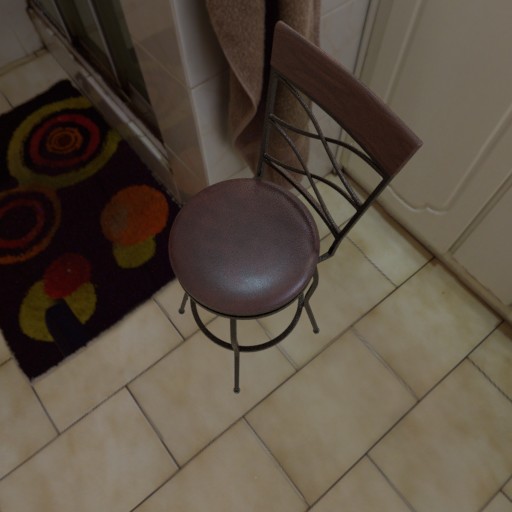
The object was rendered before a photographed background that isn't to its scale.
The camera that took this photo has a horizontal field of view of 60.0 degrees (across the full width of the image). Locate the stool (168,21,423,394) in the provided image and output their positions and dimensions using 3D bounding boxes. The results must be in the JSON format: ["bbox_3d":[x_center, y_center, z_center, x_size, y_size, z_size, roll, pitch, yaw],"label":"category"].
[{"bbox_3d":[0.000,0.000,1.372,0.513,1.130,0.448,-33,68,-15],"label":"stool"}]
